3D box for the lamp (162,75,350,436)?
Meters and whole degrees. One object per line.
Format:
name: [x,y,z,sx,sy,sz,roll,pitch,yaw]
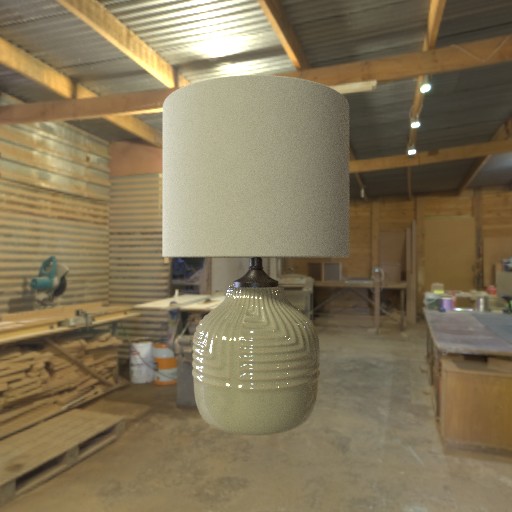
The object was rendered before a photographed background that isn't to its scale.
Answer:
lamp: [0.000,0.000,0.769,0.318,0.567,0.318,0,0,0]
